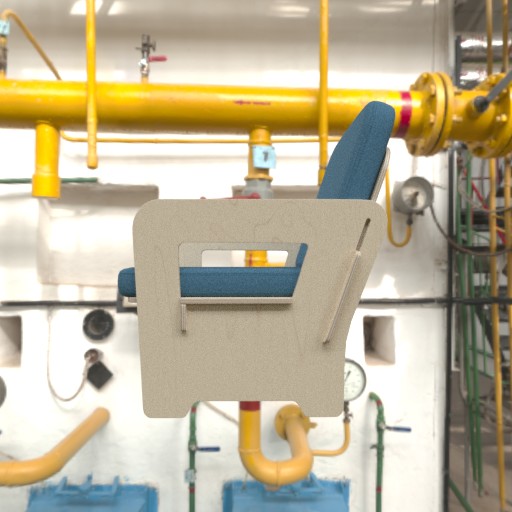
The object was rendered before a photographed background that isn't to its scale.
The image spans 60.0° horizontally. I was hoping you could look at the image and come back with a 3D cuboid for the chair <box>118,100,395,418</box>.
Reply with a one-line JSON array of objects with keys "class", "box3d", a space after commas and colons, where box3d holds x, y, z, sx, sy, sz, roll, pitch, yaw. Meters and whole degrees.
[{"class": "chair", "box3d": [0.000, 0.000, 1.238, 0.657, 0.747, 0.547, 0, -1, -1]}]
